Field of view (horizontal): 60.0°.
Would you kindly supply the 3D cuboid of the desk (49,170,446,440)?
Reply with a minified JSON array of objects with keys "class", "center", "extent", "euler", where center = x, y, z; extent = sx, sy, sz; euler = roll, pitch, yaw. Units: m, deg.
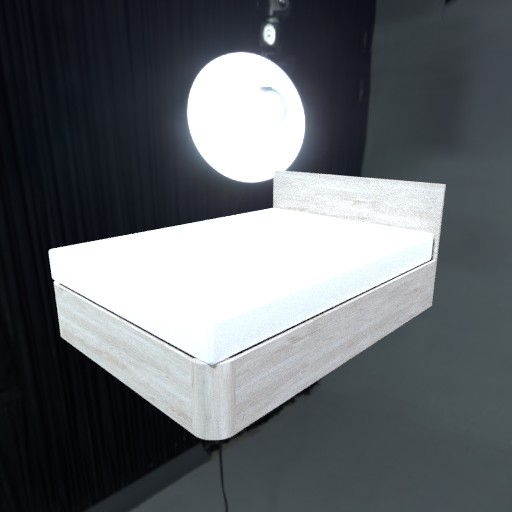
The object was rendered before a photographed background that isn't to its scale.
[{"class":"desk","center":[0.000,0.000,2.637],"extent":[1.400,0.800,1.900],"euler":[15,22,42]}]
